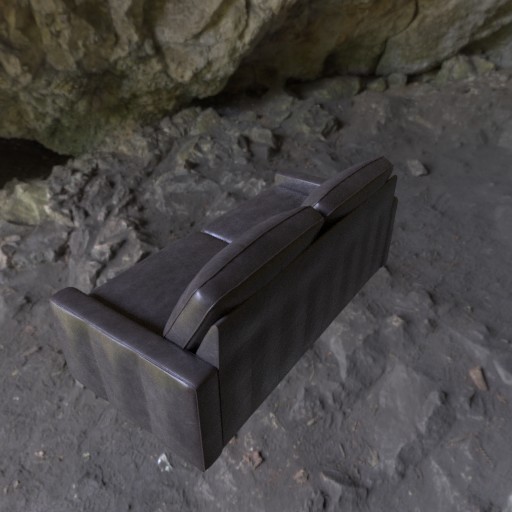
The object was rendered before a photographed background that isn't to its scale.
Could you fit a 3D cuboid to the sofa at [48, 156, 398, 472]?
[{"bbox_3d":[0.000,0.000,2.593,0.939,0.916,2.081,21,37,30],"label":"sofa"}]
